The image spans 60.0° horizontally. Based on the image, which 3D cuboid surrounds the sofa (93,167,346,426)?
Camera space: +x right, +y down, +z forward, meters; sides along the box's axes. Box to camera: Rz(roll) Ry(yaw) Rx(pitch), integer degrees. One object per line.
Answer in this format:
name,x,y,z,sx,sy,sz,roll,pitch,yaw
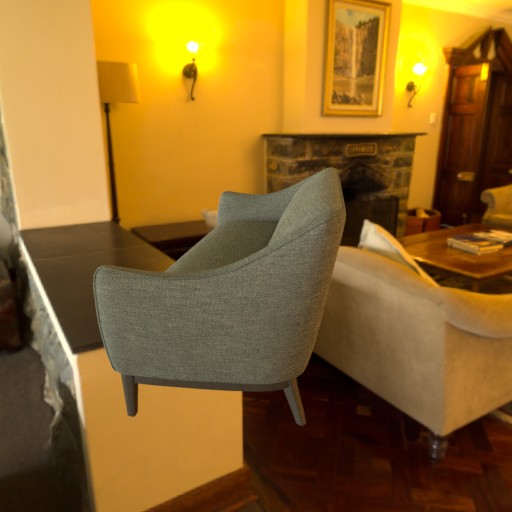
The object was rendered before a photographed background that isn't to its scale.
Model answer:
sofa,0.000,0.000,2.395,0.867,0.829,1.928,3,16,9
